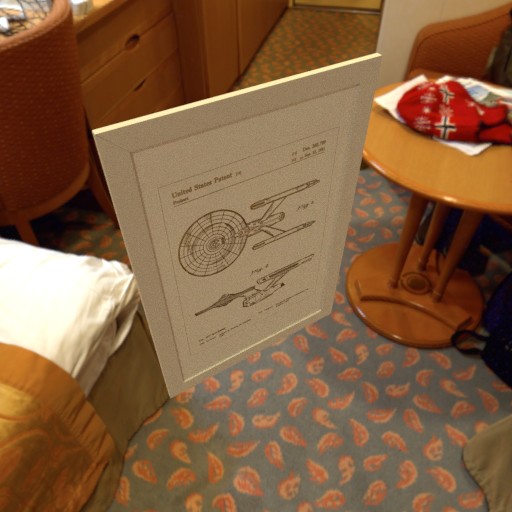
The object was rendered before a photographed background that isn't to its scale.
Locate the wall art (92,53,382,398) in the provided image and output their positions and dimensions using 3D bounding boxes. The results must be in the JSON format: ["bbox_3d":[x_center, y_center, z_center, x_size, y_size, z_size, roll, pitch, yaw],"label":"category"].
[{"bbox_3d":[0.000,0.000,0.844,0.454,0.659,0.011,-24,50,-21],"label":"wall art"}]
